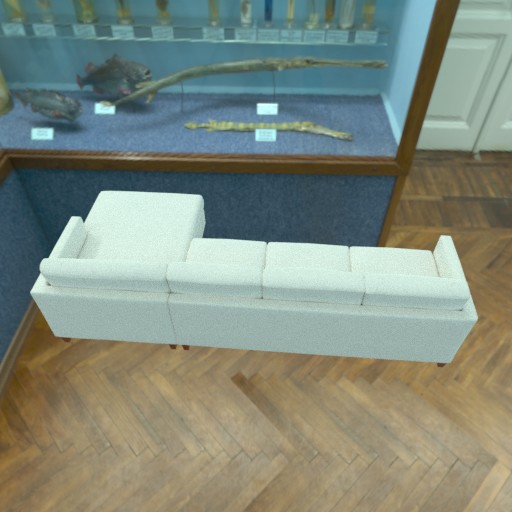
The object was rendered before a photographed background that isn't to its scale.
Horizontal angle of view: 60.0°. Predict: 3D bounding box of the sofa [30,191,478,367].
[{"bbox_3d":[0.000,0.000,4.114,3.471,0.954,1.606,3,47,3],"label":"sofa"}]
